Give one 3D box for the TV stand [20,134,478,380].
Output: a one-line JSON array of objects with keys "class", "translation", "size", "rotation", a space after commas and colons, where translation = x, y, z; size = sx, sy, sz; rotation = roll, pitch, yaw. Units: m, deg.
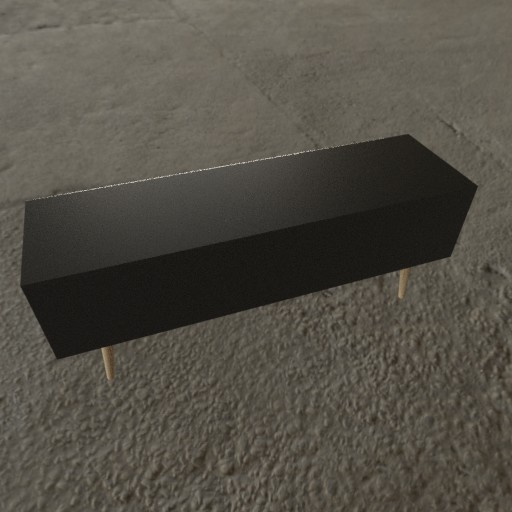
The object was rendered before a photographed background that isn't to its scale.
[{"class": "TV stand", "translation": [0.000, 0.000, 1.511], "size": [1.312, 0.518, 0.390], "rotation": [-13, 43, -14]}]
